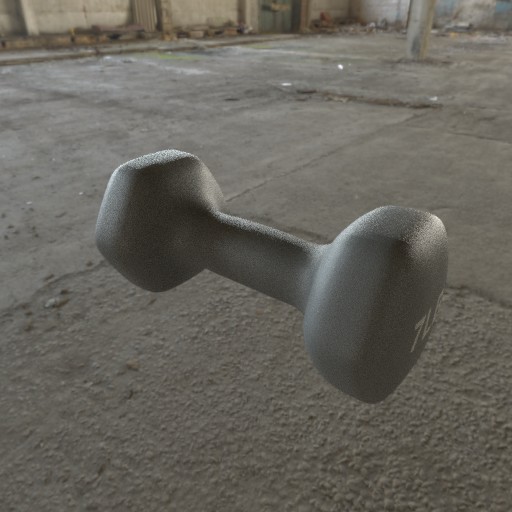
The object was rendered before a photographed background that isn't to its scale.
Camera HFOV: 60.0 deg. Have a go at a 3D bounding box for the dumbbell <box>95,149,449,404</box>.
[{"bbox_3d":[0.000,0.000,0.235,0.184,0.081,0.090,21,36,33],"label":"dumbbell"}]
